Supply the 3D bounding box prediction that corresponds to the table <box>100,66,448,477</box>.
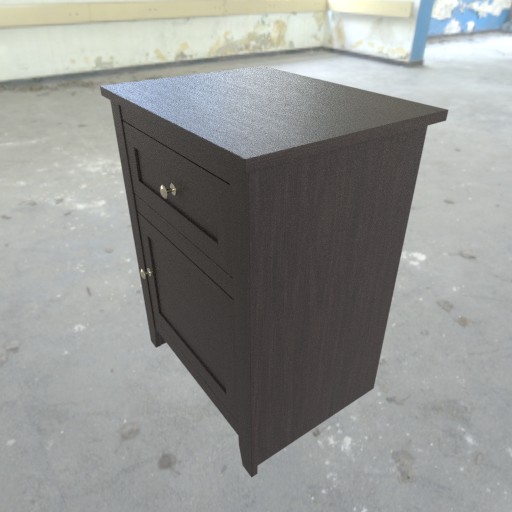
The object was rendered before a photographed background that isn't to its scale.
[{"bbox_3d":[0.000,0.000,0.918,0.381,0.635,0.480,-21,38,-29],"label":"table"}]
